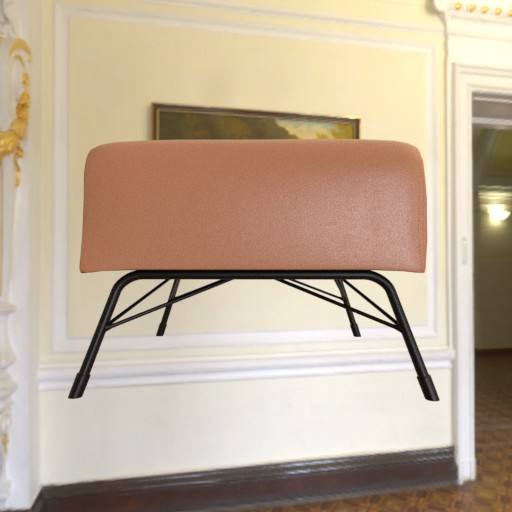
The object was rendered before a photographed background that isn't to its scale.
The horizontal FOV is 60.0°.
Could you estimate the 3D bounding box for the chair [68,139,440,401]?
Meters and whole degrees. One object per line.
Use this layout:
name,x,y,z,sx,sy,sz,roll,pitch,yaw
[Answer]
chair,0.000,0.000,0.891,0.530,0.410,0.530,0,0,1
